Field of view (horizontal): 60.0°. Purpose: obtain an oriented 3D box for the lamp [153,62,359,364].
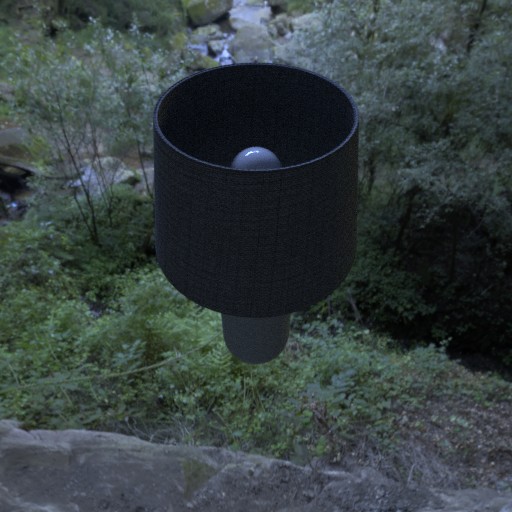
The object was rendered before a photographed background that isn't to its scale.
[{"bbox_3d":[0.000,0.000,0.590,0.251,0.429,0.251,0,48,0],"label":"lamp"}]
